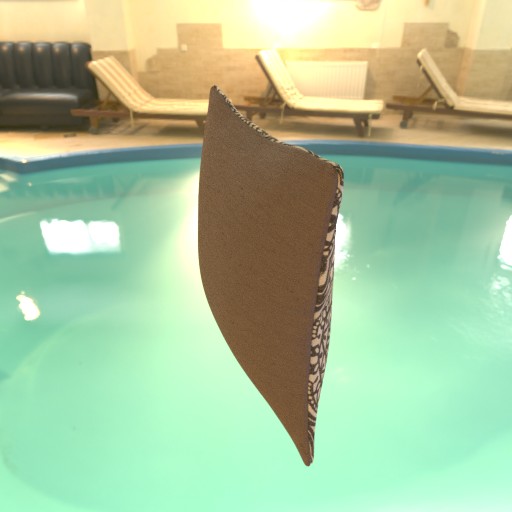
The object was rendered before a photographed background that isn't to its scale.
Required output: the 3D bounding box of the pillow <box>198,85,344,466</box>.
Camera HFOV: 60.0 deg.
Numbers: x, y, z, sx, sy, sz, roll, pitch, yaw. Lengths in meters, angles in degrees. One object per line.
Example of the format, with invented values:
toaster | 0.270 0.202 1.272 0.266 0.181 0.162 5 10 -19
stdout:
pillow | 0.000 0.000 0.660 0.148 0.417 0.436 -10 32 -17
